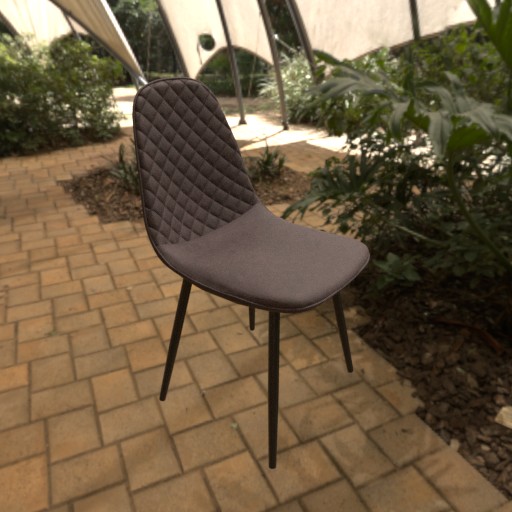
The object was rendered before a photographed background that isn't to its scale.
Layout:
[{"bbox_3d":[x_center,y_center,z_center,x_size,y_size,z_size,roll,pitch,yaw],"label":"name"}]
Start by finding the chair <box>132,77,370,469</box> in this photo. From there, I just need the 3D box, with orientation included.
[{"bbox_3d":[0.000,0.000,1.213,0.561,0.889,0.472,17,31,32],"label":"chair"}]
